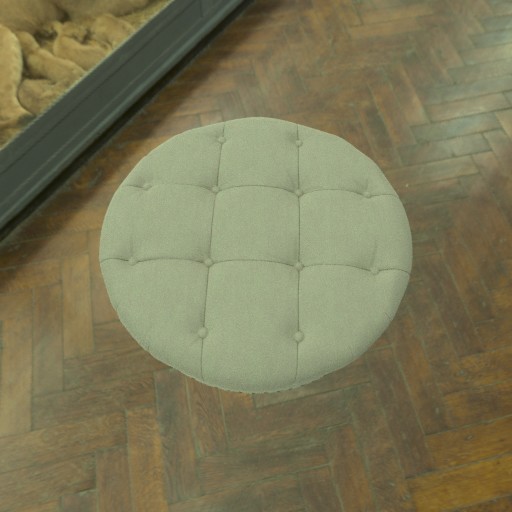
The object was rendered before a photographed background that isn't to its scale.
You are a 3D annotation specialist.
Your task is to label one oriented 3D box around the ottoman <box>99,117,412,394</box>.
[{"bbox_3d":[0.000,0.000,1.425,0.901,0.439,0.901,0,63,0],"label":"ottoman"}]
